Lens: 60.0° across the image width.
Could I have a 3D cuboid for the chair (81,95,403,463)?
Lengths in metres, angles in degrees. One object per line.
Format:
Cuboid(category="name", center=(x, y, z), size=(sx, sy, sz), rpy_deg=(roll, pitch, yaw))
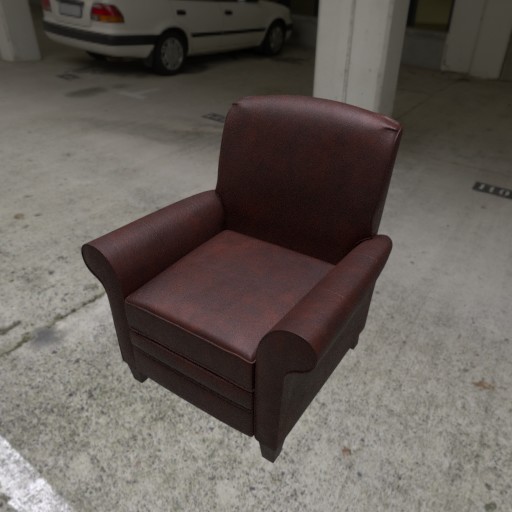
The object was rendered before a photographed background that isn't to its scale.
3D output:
Cuboid(category="chair", center=(0.000, 0.000, 1.746), size=(0.978, 1.061, 0.902), rpy_deg=(20, 37, 29))
